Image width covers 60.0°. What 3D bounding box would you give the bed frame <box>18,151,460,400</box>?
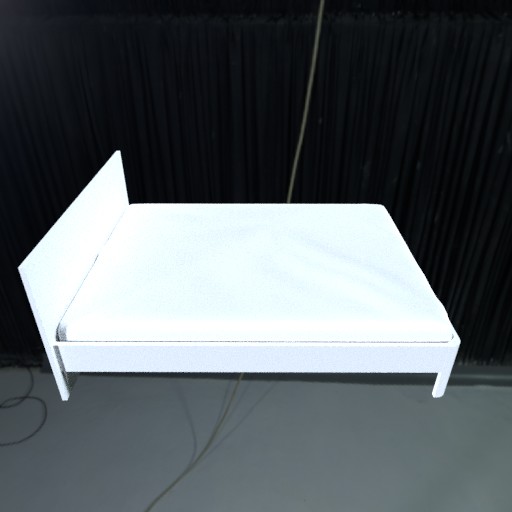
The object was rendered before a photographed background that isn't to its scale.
[{"bbox_3d":[0.000,0.000,2.663,1.950,0.800,1.490,0,32,0],"label":"bed frame"}]
